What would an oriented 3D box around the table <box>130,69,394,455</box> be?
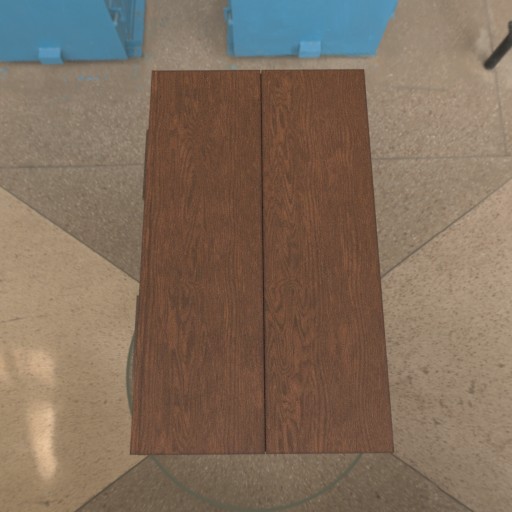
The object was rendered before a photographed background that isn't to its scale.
[{"bbox_3d":[0.000,0.000,1.483,0.719,0.361,1.167,0,76,0],"label":"table"}]
